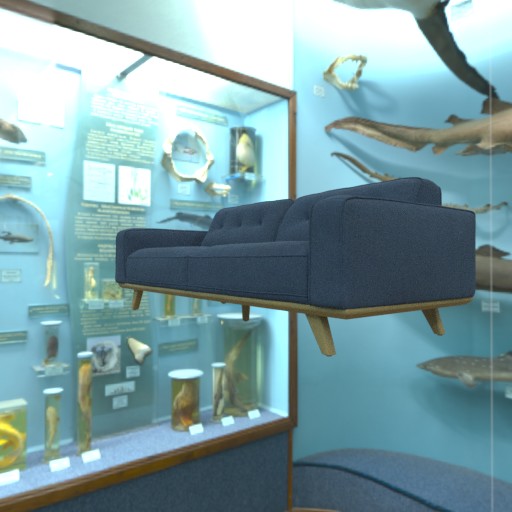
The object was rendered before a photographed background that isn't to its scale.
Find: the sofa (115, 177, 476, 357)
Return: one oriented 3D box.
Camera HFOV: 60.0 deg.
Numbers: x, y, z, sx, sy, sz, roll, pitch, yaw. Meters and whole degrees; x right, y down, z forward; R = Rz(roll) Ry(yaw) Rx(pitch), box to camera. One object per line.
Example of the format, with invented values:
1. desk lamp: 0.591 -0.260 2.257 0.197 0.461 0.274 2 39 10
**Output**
1. sofa: 0.000 0.000 2.692 0.953 0.782 2.270 0 -1 -37
